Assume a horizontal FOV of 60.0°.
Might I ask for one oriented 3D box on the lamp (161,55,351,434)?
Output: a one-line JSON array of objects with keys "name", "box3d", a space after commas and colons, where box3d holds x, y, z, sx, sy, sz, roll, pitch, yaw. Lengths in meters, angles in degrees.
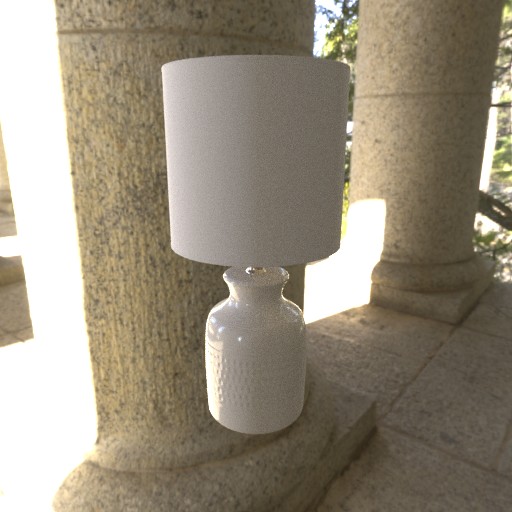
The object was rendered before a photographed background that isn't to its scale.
[{"name": "lamp", "box3d": [0.000, 0.000, 0.503, 0.188, 0.392, 0.188, 2, 16, 8]}]
